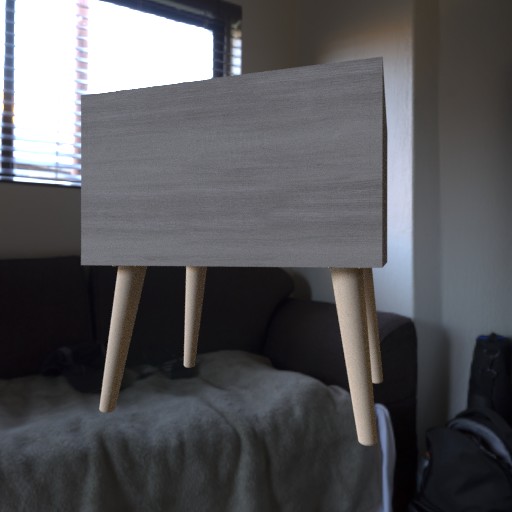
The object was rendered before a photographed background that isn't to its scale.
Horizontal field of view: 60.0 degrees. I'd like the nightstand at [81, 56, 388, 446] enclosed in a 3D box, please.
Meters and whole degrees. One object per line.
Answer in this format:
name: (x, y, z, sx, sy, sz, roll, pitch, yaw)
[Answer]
nightstand: (0.000, 0.000, 0.802, 0.450, 0.500, 0.380, 0, 0, 17)
